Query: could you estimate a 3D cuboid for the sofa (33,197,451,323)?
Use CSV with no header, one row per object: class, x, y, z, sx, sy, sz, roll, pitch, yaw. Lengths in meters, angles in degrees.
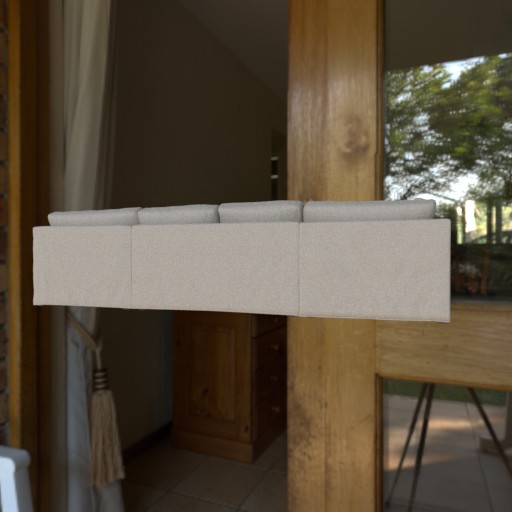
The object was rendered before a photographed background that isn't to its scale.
sofa,0.000,0.000,4.574,3.460,0.882,2.427,0,0,17
